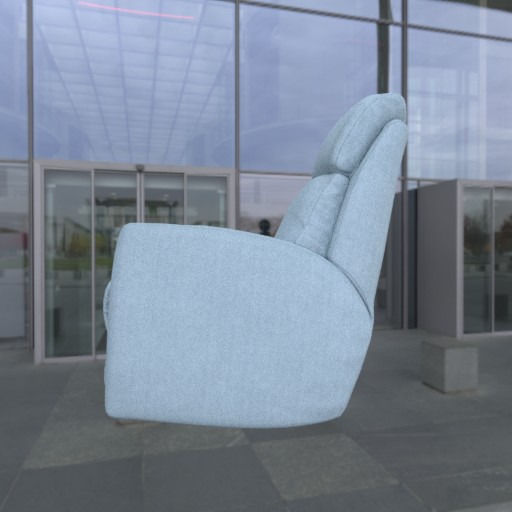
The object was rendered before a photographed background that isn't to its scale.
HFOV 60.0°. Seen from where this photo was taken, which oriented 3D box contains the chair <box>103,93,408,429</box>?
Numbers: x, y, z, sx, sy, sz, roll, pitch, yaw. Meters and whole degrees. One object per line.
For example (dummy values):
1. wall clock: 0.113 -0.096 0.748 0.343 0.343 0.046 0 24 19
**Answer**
1. chair: 0.000 0.000 1.630 0.940 1.013 0.812 0 0 0
